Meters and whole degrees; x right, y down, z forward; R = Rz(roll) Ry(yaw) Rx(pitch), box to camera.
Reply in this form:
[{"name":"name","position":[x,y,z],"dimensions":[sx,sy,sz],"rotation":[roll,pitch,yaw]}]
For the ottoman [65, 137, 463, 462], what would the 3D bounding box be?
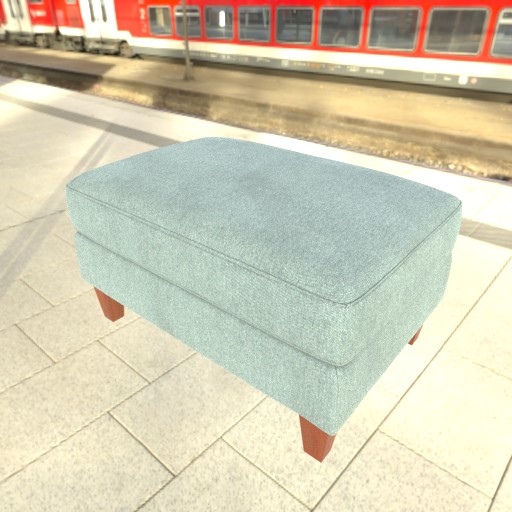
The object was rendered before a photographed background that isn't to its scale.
[{"name":"ottoman","position":[0.000,0.000,1.180],"dimensions":[0.864,0.483,0.584],"rotation":[22,37,34]}]
